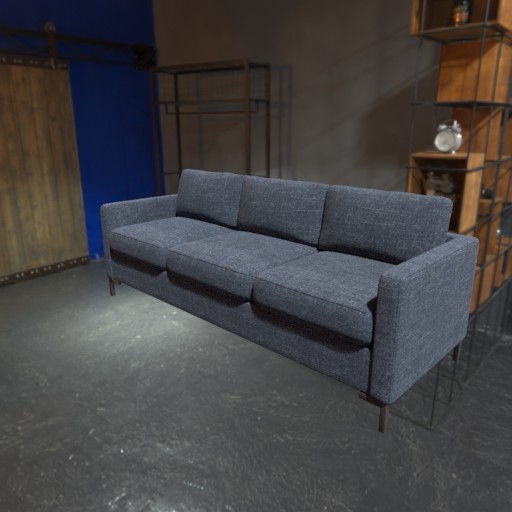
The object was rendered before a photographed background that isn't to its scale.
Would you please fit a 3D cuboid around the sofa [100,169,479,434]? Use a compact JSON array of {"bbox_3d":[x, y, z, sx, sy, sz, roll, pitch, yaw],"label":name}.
[{"bbox_3d":[0.000,0.000,2.654,2.218,0.874,0.859,15,22,42],"label":"sofa"}]
